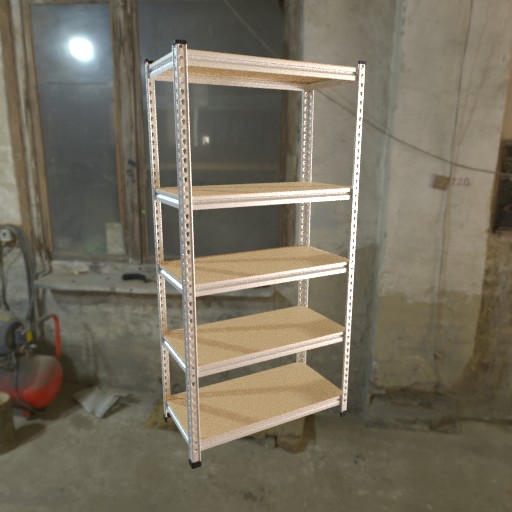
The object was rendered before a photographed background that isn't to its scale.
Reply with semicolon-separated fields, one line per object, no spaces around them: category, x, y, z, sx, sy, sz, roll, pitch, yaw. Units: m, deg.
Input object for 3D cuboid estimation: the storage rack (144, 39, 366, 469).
storage rack;0.000;0.000;2.235;0.914;1.829;0.457;-7;16;-27
